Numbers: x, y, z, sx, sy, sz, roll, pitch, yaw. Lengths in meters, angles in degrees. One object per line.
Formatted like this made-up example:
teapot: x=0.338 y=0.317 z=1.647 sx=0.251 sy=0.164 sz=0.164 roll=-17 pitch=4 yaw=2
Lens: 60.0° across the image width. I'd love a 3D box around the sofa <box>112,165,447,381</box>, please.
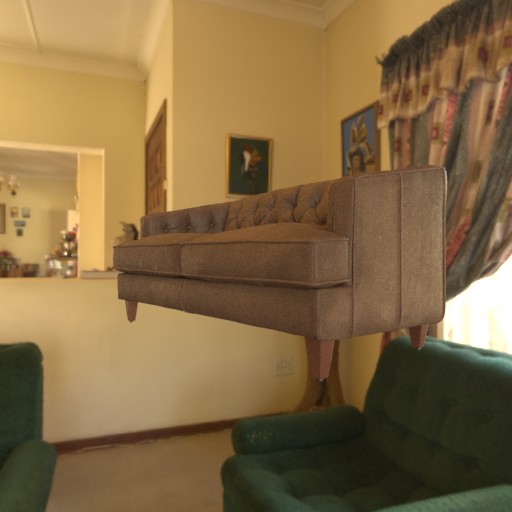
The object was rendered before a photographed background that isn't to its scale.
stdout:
sofa: x=0.000 y=0.000 z=2.254 sx=0.917 sy=0.799 sz=1.767 roll=0 pitch=0 yaw=-37
